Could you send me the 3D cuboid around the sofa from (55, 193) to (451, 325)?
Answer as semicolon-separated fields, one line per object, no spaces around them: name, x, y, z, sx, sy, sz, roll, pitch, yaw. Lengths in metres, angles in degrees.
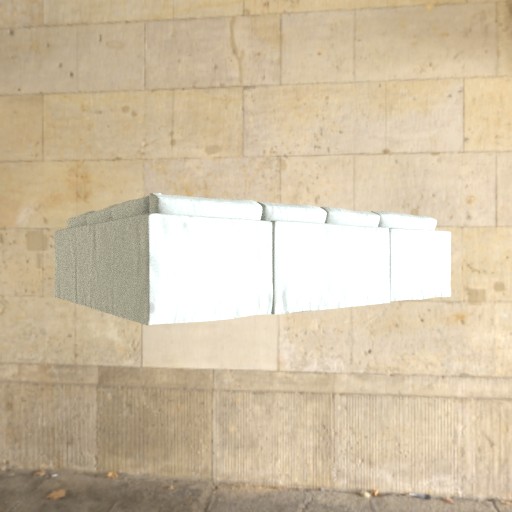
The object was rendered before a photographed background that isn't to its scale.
sofa;0.000;0.000;4.662;3.434;0.869;2.440;0;0;-37
